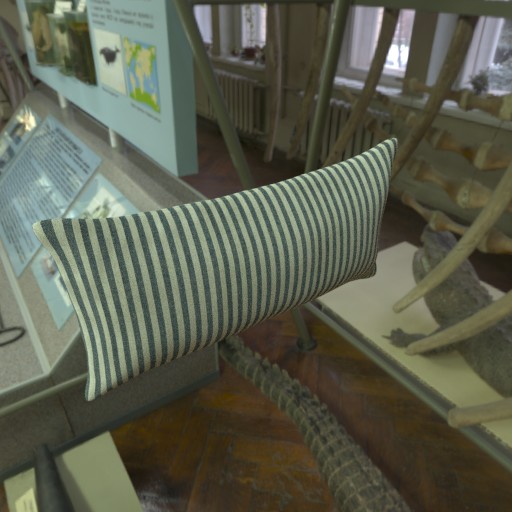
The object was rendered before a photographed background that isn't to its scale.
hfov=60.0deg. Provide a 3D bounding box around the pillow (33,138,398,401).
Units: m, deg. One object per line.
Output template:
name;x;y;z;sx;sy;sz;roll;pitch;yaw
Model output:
pillow;0.000;0.000;0.728;0.617;0.295;0.151;-19;36;-29
